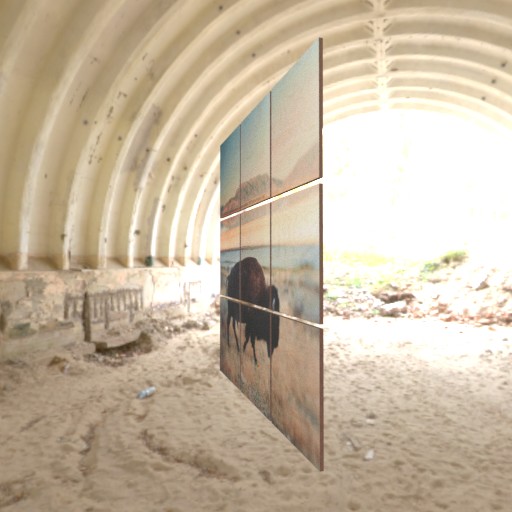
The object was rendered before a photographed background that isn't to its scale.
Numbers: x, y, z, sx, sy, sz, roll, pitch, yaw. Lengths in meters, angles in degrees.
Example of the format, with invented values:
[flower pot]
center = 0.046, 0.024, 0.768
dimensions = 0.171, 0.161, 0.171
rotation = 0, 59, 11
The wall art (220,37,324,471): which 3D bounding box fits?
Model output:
[wall art]
center = 0.000, 0.000, 1.825
dimensions = 0.019, 1.218, 1.221
rotation = 0, -1, -18
